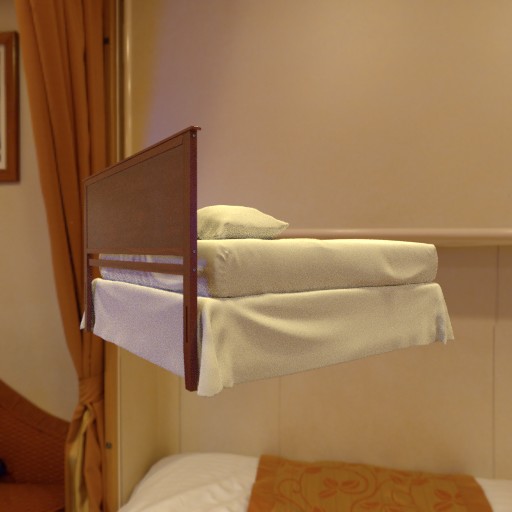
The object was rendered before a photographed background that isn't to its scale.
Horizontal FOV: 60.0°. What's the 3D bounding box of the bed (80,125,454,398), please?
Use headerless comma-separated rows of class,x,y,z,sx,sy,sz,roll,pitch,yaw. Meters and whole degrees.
bed,0.000,0.000,3.566,2.219,1.271,2.314,-1,1,-35
